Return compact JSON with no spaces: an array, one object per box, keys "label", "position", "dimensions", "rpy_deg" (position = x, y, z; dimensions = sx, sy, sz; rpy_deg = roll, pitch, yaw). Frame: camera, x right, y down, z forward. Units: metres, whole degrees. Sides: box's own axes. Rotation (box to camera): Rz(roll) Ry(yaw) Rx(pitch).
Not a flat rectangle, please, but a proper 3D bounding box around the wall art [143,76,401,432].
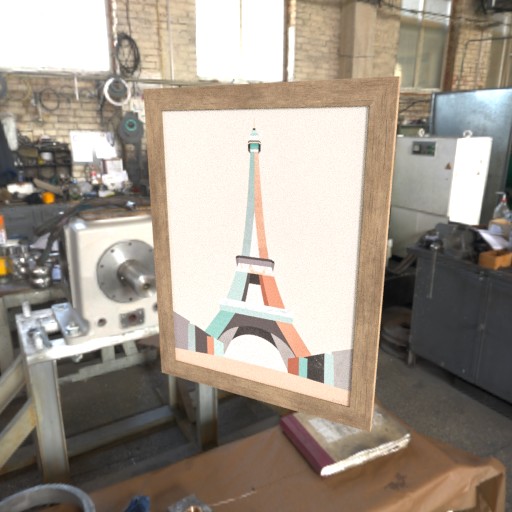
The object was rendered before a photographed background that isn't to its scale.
[{"label":"wall art","position":[0.000,0.000,0.943],"dimensions":[0.534,0.686,0.018],"rpy_deg":[8,18,25]}]
